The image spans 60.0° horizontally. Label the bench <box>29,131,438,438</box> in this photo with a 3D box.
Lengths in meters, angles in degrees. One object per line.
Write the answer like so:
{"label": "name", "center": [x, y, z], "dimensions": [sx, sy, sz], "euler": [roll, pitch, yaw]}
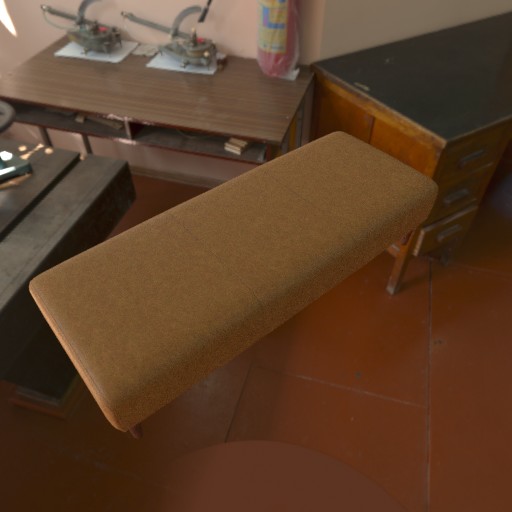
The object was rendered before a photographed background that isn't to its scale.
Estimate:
{"label": "bench", "center": [0.000, 0.000, 1.864], "dimensions": [1.610, 0.399, 0.653], "euler": [-31, 53, -26]}
